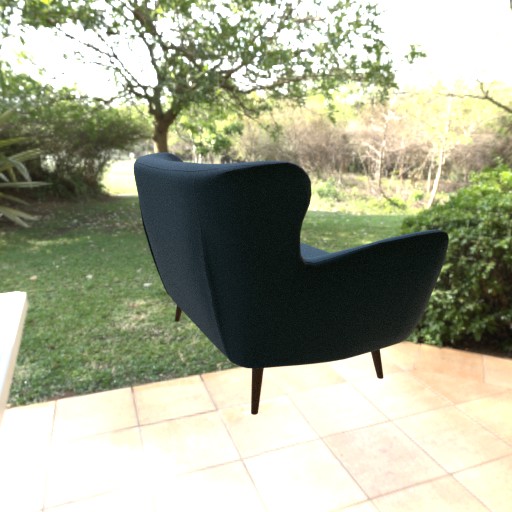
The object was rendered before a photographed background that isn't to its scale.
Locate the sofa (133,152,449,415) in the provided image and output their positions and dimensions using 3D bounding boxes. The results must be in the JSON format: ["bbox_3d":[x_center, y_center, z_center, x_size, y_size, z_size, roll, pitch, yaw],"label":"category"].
[{"bbox_3d":[0.000,0.000,1.997,0.889,0.889,1.397,-7,16,-26],"label":"sofa"}]
